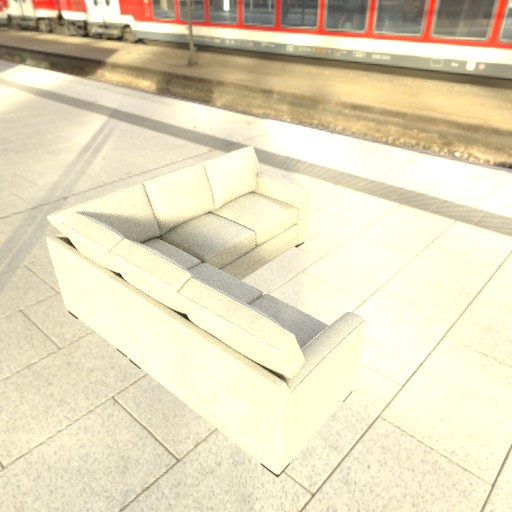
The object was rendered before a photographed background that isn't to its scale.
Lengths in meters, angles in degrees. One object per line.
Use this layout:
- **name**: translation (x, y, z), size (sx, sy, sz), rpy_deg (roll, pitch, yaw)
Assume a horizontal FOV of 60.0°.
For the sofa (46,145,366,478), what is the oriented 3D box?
- **sofa**: translation (0.000, 0.000, 3.440), size (2.188, 0.936, 2.211), rpy_deg (24, 39, 33)
